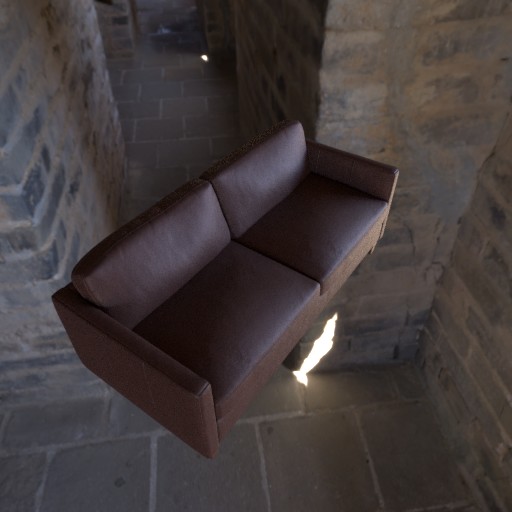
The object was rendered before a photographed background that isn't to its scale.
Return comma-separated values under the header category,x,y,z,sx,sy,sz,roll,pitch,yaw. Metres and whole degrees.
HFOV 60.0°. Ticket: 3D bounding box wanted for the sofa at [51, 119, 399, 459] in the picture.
category,x,y,z,sx,sy,sz,roll,pitch,yaw
sofa,0.000,0.000,2.557,0.923,0.863,1.971,26,48,25
